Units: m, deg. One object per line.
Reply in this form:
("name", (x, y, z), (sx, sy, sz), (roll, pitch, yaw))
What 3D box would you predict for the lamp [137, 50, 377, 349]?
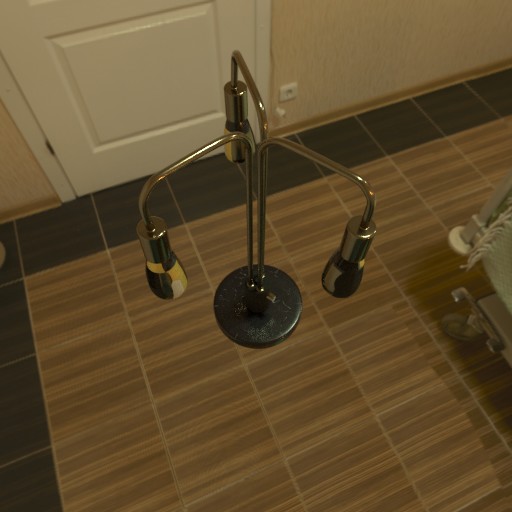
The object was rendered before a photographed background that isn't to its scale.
("lamp", (0.000, 0.000, 0.791), (0.368, 0.560, 0.355), (33, 64, 19))
